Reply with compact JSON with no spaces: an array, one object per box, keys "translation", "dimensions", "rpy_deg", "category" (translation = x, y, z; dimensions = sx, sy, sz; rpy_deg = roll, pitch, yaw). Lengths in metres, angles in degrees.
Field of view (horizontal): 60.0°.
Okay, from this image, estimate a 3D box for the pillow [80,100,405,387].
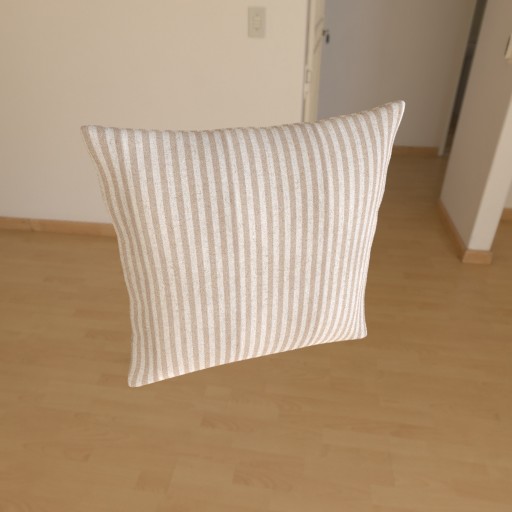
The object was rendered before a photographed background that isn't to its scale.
[{"translation":[0.000,0.000,0.805],"dimensions":[0.523,0.510,0.166],"rpy_deg":[-9,33,-14],"category":"pillow"}]
